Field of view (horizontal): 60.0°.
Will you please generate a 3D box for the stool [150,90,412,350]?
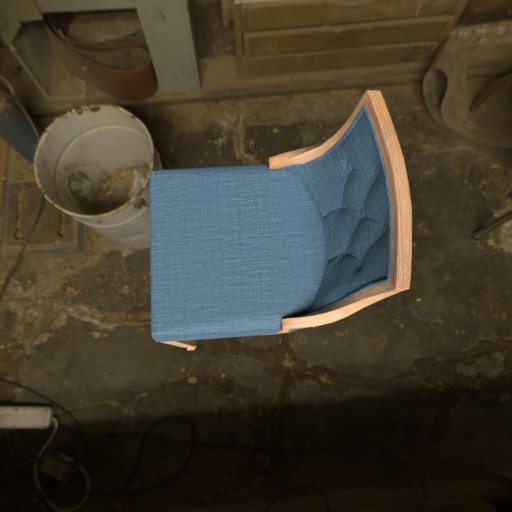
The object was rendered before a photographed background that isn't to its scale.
[{"bbox_3d":[0.000,0.000,1.433,0.626,1.101,0.524,-4,76,-1],"label":"stool"}]
